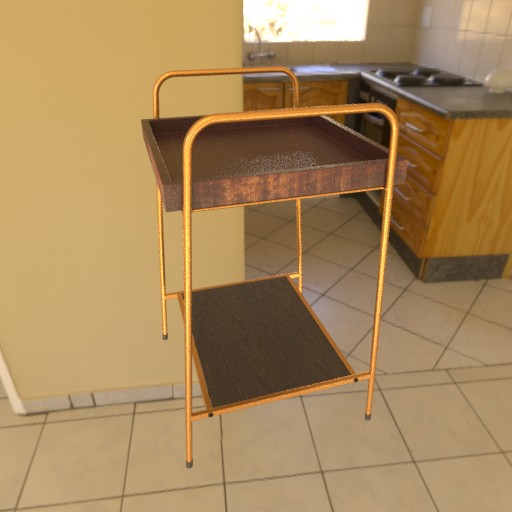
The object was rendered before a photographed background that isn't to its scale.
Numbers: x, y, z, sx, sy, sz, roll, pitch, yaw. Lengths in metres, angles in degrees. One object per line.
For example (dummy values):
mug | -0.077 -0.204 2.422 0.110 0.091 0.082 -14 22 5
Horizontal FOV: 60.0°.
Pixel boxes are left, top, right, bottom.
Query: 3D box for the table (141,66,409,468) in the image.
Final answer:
table | 0.000 0.000 0.969 0.430 0.710 0.430 -9 31 -14
